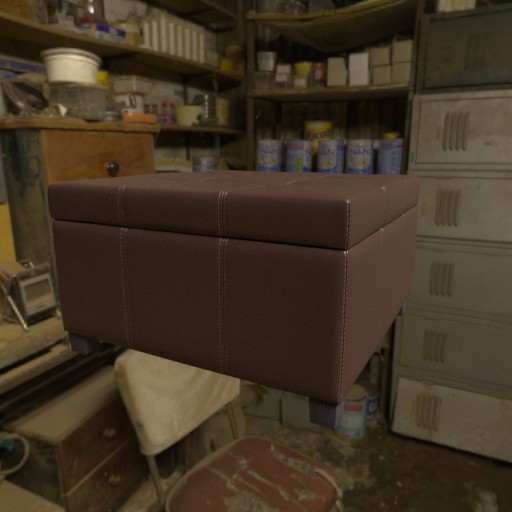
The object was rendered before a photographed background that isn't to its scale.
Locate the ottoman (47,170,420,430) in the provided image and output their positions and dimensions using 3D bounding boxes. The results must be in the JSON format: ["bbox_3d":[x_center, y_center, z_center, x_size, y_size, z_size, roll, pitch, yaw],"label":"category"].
[{"bbox_3d":[0.000,0.000,1.301,0.788,0.460,0.787,7,15,27],"label":"ottoman"}]
